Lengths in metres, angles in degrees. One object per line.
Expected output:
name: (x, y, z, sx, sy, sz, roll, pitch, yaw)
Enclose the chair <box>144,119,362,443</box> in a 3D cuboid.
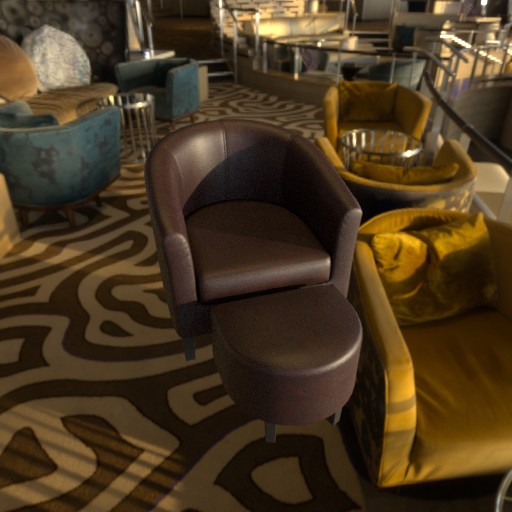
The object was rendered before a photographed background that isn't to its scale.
chair: (0.000, 0.000, 1.692, 0.737, 0.755, 1.176, -9, 33, -15)
